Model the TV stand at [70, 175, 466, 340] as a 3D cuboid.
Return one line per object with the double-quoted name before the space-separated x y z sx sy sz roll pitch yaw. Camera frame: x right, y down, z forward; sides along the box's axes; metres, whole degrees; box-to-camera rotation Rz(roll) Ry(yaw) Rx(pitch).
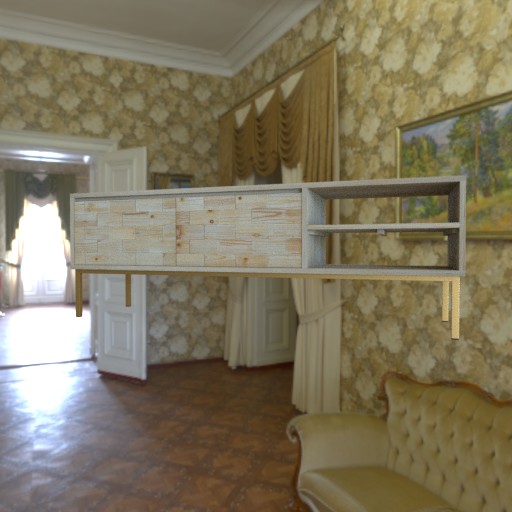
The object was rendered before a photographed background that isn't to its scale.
"TV stand" 0.000 0.000 1.918 1.600 0.550 0.420 0 1 18
